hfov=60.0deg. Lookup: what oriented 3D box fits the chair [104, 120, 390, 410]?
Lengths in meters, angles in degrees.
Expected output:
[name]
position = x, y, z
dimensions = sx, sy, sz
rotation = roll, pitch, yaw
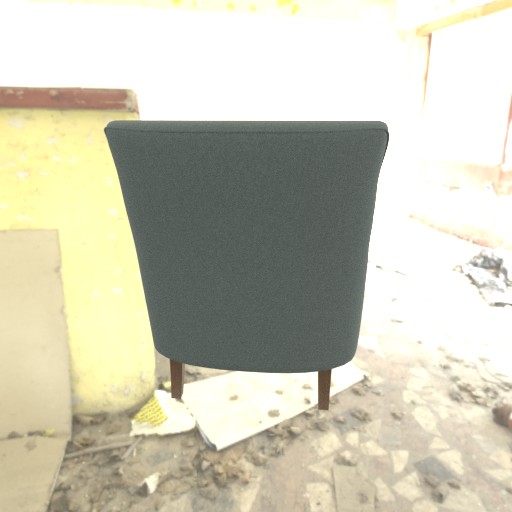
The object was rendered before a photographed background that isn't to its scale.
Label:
[chair]
position = 0.000, 0.000, 1.561
dimensions = 0.756, 0.916, 0.879
rotation = 2, 17, 7
